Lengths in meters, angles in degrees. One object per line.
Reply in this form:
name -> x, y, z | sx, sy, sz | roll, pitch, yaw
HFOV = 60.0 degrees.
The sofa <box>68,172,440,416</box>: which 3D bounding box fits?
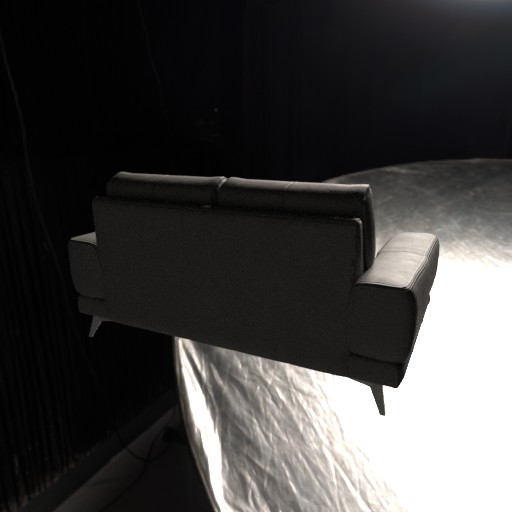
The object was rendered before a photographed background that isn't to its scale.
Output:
sofa -> 0.000, 0.000, 2.424 | 1.806, 0.907, 1.018 | 8, 17, 25
